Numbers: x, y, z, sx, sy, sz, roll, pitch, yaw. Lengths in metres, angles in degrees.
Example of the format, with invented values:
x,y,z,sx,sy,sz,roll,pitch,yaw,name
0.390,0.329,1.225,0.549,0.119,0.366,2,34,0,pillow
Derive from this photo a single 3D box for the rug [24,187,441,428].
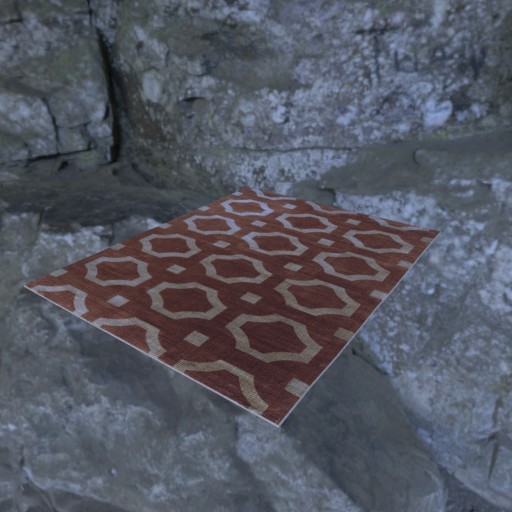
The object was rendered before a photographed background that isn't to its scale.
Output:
x,y,z,sx,sy,sz,roll,pitch,yaw,name
0.000,0.000,4.063,2.466,0.021,3.049,18,32,31,rug
